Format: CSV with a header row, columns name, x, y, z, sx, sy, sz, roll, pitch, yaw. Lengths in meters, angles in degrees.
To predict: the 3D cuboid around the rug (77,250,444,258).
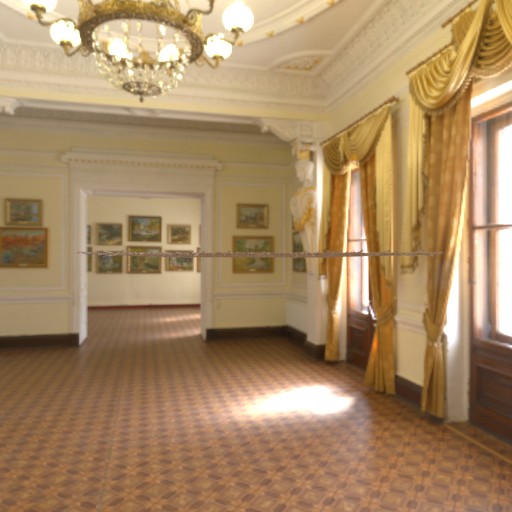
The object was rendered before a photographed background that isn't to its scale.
name,x,y,z,sx,sy,sz,roll,pitch,yaw
rug,0.000,0.000,2.464,1.224,0.027,2.021,0,0,-1
